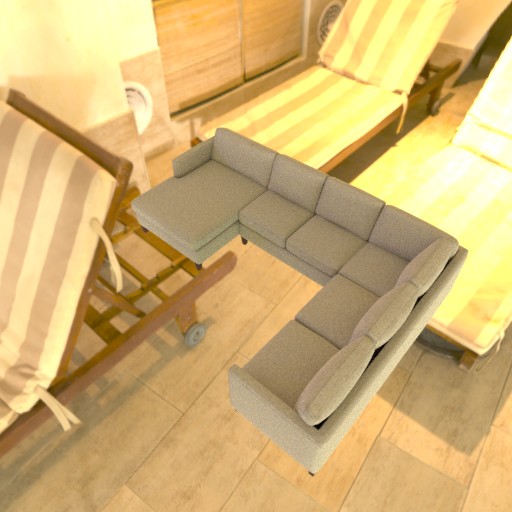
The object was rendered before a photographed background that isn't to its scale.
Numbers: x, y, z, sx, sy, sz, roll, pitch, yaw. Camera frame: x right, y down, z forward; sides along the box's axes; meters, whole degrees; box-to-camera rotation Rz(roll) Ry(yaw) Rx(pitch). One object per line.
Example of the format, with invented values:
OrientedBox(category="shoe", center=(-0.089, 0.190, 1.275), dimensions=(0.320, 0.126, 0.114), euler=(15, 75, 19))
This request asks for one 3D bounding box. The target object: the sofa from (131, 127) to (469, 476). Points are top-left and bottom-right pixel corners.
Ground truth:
OrientedBox(category="sofa", center=(0.000, 0.000, 4.689), dimensions=(3.460, 0.959, 2.593), euler=(32, 54, 27))
